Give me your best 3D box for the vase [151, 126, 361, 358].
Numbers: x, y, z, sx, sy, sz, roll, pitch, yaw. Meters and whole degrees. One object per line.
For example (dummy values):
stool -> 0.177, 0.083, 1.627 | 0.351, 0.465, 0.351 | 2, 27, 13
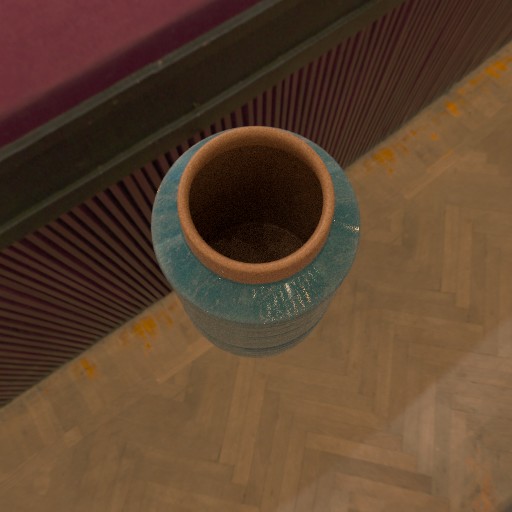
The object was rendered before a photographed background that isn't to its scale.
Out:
vase -> 0.000, 0.000, 0.381 | 0.163, 0.267, 0.163 | 0, 75, 0
